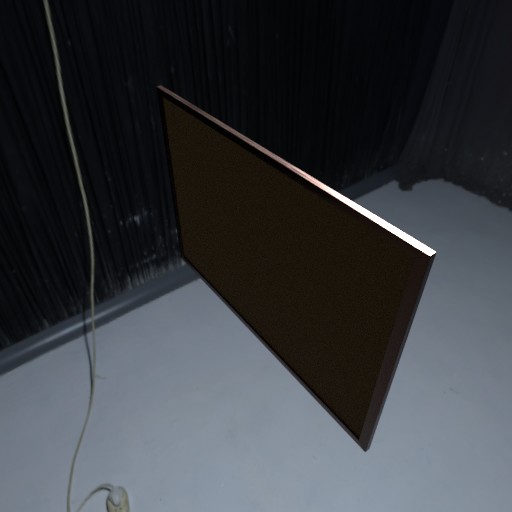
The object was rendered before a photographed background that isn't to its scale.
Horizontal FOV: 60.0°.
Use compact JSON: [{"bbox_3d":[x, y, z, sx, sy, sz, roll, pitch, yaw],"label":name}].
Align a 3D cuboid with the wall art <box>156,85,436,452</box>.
[{"bbox_3d":[0.000,0.000,1.038,0.014,0.559,0.816,-26,46,-27],"label":"wall art"}]
